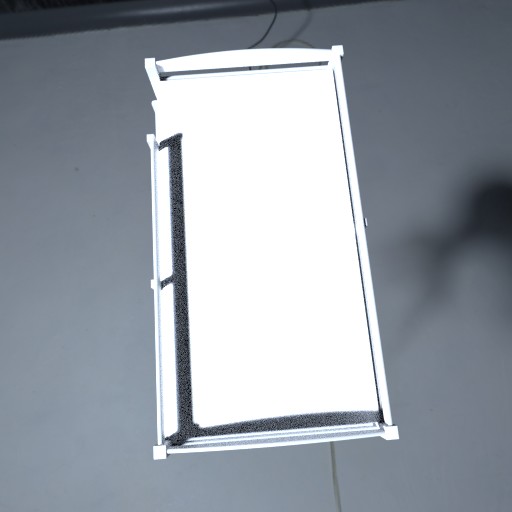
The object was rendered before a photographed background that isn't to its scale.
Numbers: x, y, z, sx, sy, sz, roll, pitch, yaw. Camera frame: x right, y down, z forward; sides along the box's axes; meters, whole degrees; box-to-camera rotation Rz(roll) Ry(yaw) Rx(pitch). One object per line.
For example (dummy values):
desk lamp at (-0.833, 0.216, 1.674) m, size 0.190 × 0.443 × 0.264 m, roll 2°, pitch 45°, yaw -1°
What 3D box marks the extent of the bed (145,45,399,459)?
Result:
bed at (0.000, 0.000, 2.708) m, size 1.105 × 1.206 × 2.013 m, roll -4°, pitch 76°, yaw -1°
